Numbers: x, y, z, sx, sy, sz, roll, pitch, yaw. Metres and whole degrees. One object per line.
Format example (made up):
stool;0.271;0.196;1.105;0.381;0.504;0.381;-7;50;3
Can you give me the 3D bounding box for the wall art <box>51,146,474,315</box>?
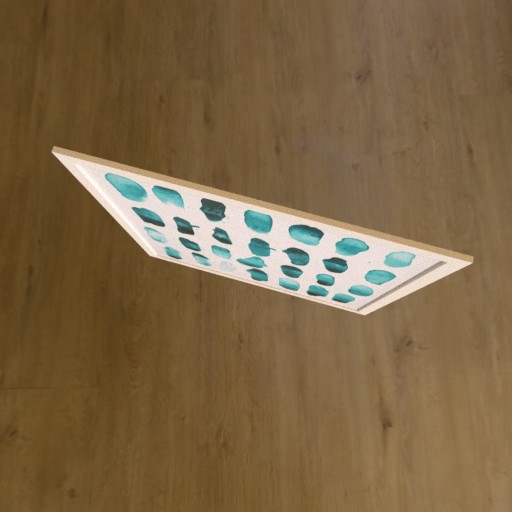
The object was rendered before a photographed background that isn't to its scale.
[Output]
wall art;0.000;0.000;0.838;0.558;0.559;0.009;15;76;4
